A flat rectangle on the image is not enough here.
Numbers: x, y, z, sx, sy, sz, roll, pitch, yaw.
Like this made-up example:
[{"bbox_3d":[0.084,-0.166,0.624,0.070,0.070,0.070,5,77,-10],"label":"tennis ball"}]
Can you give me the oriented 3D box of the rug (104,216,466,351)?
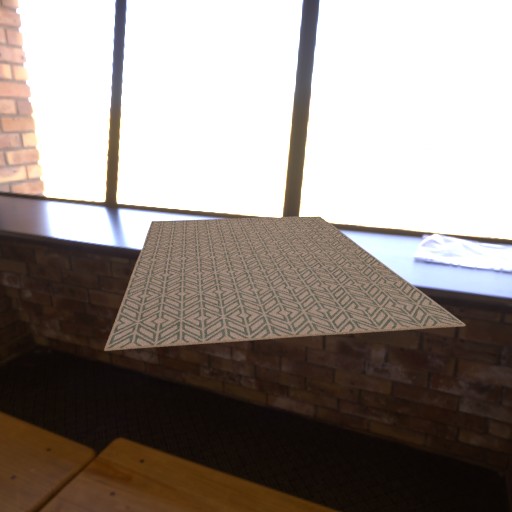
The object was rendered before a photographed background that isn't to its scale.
[{"bbox_3d":[0.000,0.000,2.328,1.220,0.007,1.828,-2,17,-8],"label":"rug"}]
